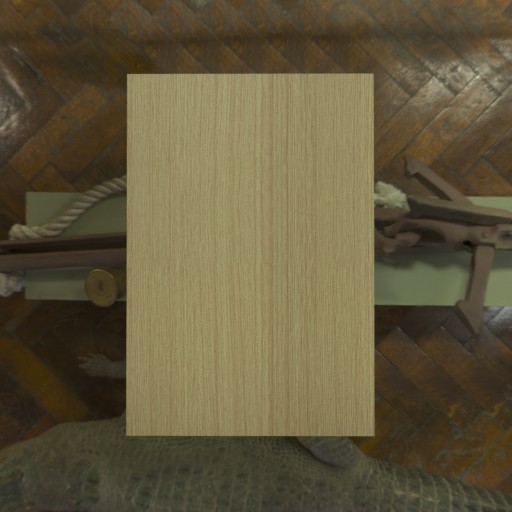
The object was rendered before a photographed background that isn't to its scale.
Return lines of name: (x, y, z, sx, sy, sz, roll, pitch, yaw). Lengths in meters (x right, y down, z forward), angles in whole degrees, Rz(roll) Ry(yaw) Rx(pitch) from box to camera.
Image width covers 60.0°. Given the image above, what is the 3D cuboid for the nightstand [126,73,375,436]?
nightstand: (0.000, 0.000, 1.004, 0.407, 0.610, 0.571, 0, 89, 0)
